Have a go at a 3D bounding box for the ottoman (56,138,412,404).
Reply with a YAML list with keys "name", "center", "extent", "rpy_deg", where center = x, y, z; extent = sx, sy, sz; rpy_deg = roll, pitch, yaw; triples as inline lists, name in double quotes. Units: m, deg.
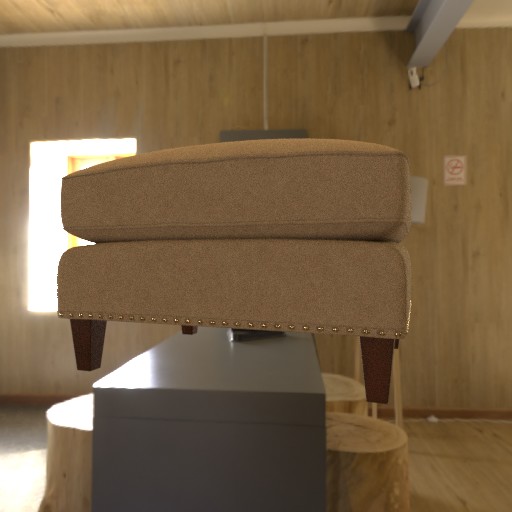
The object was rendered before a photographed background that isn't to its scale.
- name: "ottoman"
  center: [0.000, 0.000, 1.123]
  extent: [0.741, 0.513, 0.584]
  rpy_deg: [0, 0, 20]
